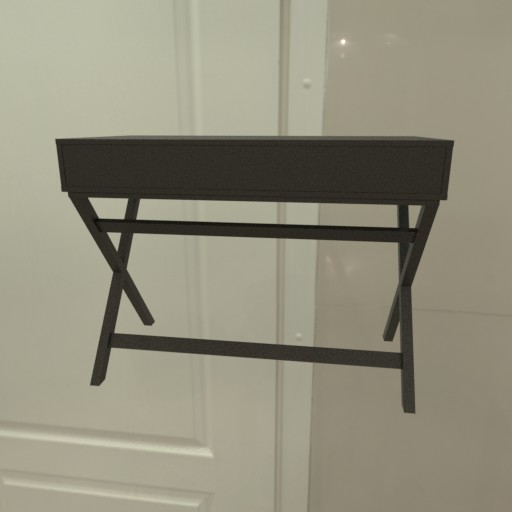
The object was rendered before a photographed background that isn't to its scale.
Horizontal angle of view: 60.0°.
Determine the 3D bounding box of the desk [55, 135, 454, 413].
[{"bbox_3d":[0.000,0.000,1.509,1.057,0.780,0.504,2,16,8],"label":"desk"}]
